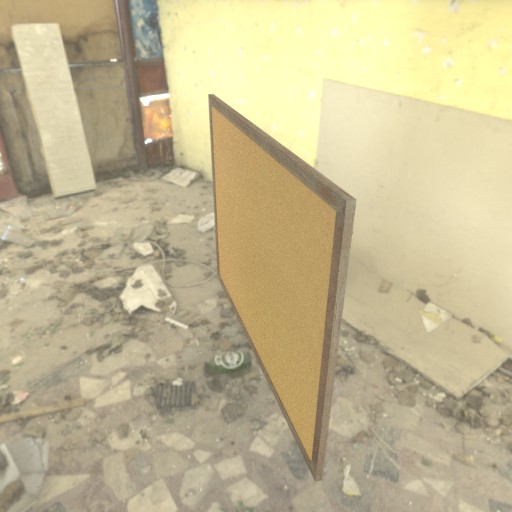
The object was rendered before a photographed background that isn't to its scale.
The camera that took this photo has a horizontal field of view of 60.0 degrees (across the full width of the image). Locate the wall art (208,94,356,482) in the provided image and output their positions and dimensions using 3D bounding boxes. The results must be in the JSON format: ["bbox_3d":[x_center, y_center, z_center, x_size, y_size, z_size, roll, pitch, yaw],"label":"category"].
[{"bbox_3d":[0.000,0.000,1.355,0.019,0.774,1.012,-10,31,-16],"label":"wall art"}]
